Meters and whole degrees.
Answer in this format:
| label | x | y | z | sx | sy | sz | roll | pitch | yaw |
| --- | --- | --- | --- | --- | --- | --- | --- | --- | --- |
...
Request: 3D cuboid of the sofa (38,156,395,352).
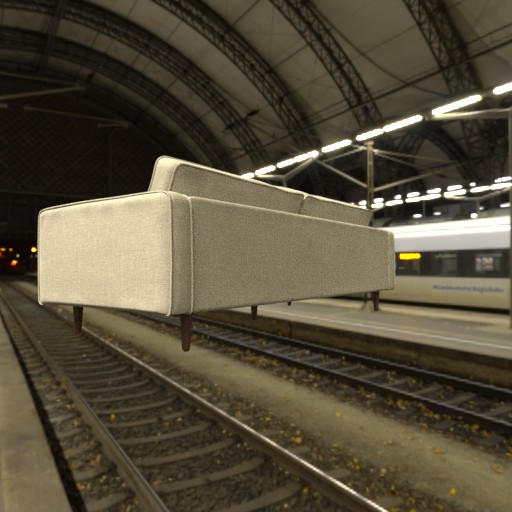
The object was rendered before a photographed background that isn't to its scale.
| label | x | y | z | sx | sy | sz | roll | pitch | yaw |
| --- | --- | --- | --- | --- | --- | --- | --- | --- | --- |
| sofa | 0.000 | 0.000 | 2.644 | 0.914 | 0.762 | 2.211 | -1 | -2 | 37 |
